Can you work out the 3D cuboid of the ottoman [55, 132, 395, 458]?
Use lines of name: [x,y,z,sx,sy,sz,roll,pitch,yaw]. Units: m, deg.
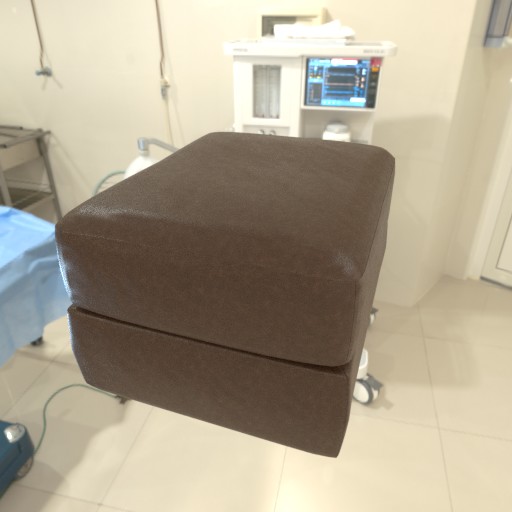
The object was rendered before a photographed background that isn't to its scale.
ottoman: [0.000,0.000,1.122,0.603,0.476,0.751,10,31,17]
